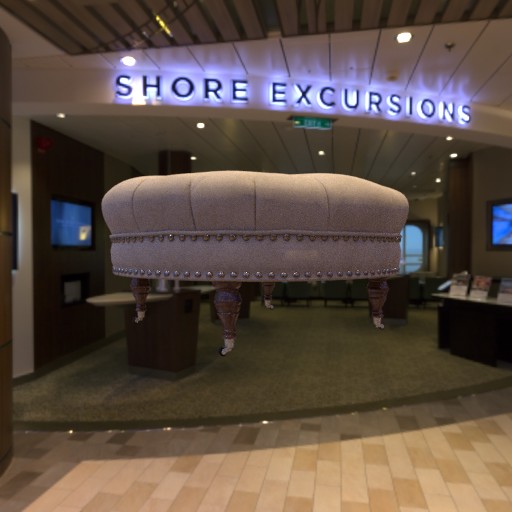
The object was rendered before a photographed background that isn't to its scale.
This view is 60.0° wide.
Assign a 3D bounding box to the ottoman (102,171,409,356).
[{"bbox_3d":[0.000,0.000,1.374,0.901,0.439,0.901,0,1,0],"label":"ottoman"}]
